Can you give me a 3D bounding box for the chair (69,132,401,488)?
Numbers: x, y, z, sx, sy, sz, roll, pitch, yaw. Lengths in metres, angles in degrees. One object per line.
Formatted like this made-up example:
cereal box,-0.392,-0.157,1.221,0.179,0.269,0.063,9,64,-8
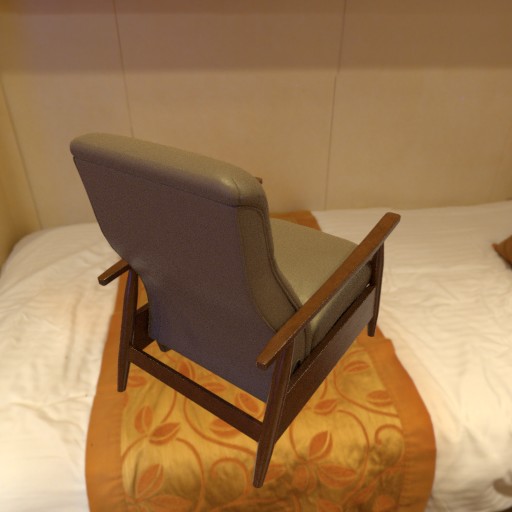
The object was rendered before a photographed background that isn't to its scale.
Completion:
chair,0.000,0.000,1.722,0.762,1.082,1.014,20,36,30
